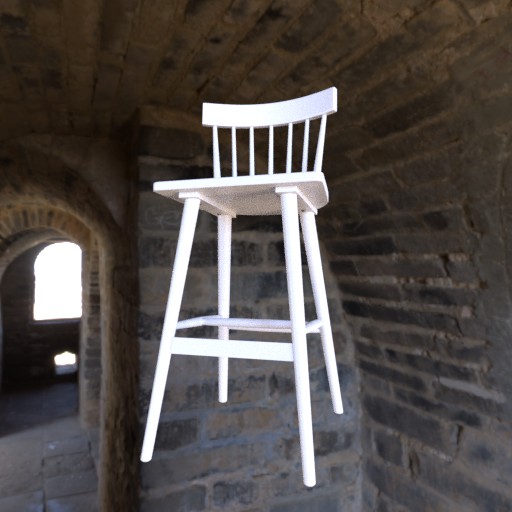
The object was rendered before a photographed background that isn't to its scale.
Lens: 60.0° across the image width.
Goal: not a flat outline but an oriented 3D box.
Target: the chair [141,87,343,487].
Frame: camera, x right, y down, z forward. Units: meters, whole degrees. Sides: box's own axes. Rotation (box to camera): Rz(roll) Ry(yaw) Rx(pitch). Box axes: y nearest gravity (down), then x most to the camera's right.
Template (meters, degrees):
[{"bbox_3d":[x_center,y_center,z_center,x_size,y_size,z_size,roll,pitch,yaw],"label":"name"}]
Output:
[{"bbox_3d":[0.000,0.000,1.377,0.483,1.092,0.572,-1,-2,18],"label":"chair"}]
